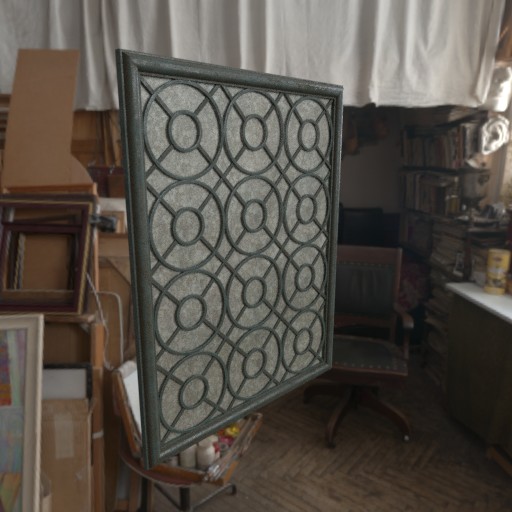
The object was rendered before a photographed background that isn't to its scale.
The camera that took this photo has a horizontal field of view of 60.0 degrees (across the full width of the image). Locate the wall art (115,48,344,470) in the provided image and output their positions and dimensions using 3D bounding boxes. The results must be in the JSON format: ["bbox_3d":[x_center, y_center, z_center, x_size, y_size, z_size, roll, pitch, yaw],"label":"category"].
[{"bbox_3d":[0.000,0.000,1.262,0.767,0.983,0.030,-13,19,-43],"label":"wall art"}]
